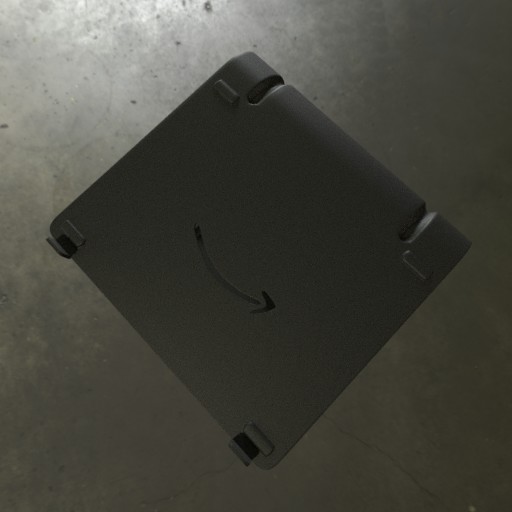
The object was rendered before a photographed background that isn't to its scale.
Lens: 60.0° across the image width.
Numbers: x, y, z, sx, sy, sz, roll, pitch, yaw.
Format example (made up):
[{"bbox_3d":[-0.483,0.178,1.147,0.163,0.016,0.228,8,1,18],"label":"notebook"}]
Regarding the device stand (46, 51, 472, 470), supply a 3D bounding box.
[{"bbox_3d":[0.000,0.000,0.396,0.236,0.155,0.256,-43,79,-11],"label":"device stand"}]
